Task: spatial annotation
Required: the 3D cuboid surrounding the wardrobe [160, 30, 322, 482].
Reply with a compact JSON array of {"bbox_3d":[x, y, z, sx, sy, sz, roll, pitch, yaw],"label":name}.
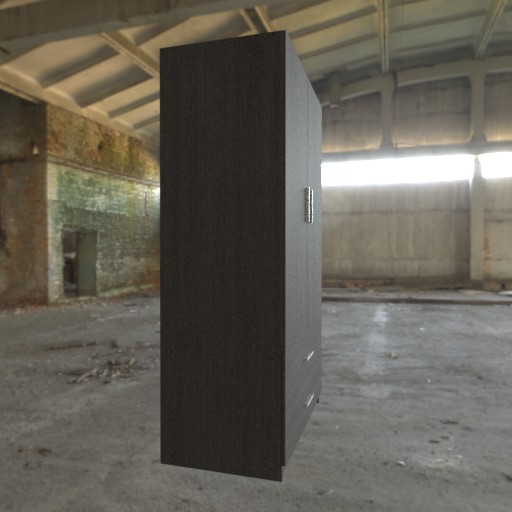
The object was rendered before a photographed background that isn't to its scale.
[{"bbox_3d":[0.000,0.000,2.320,0.577,1.808,0.991,0,1,17],"label":"wardrobe"}]
